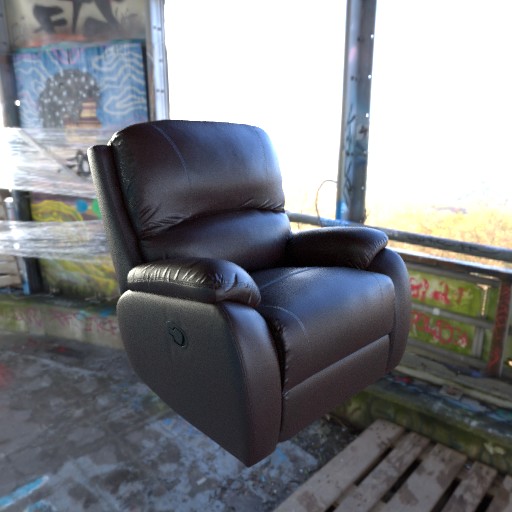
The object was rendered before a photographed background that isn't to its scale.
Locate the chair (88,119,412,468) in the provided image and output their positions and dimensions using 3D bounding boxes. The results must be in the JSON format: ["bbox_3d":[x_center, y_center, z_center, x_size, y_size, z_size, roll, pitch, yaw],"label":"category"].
[{"bbox_3d":[0.000,0.000,1.695,0.930,1.011,0.899,-14,21,-42],"label":"chair"}]
